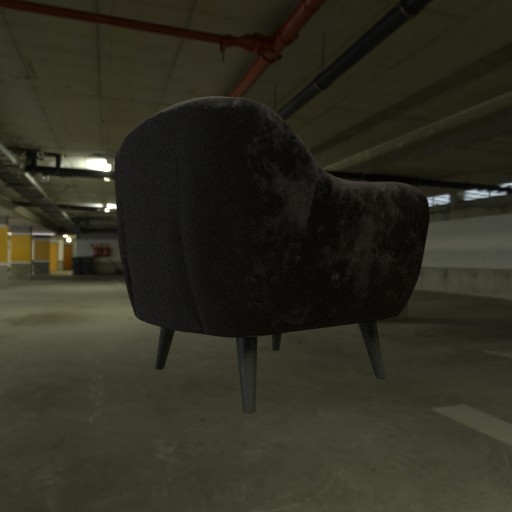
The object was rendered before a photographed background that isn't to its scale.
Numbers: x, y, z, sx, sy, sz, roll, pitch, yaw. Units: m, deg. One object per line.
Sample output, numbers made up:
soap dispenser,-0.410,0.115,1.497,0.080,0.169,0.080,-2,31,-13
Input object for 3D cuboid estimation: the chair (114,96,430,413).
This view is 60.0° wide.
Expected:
chair,0.000,0.000,1.507,0.819,0.807,0.840,0,0,-37
